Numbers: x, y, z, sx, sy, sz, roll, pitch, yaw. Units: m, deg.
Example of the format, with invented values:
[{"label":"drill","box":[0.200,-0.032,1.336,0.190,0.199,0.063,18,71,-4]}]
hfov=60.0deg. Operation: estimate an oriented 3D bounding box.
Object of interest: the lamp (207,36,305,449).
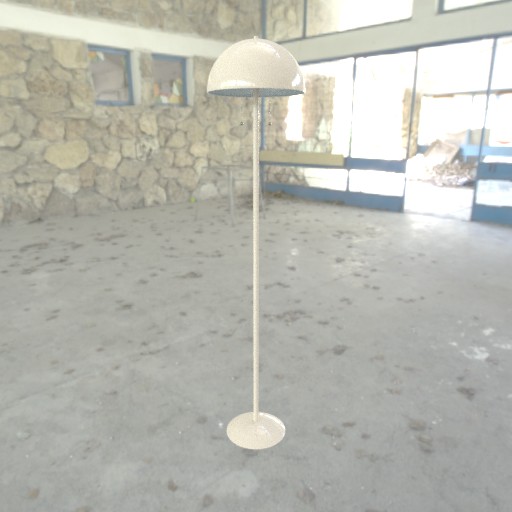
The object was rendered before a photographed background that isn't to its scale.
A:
[{"label":"lamp","box":[0.000,0.000,1.635,0.328,1.480,0.328,-14,20,-42]}]
